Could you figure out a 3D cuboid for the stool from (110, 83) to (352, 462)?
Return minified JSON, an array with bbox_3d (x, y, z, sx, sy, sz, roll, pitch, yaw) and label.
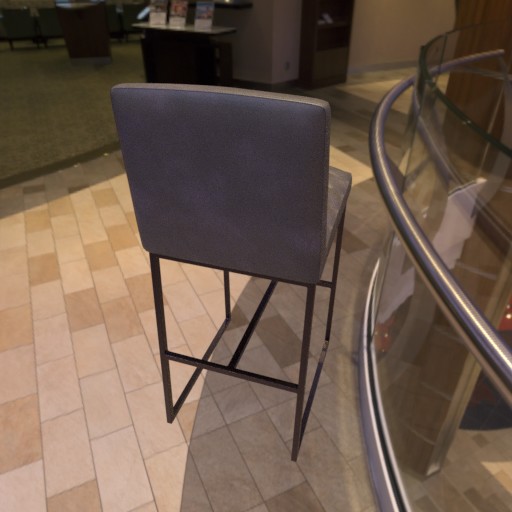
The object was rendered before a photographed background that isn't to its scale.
[{"bbox_3d":[0.000,0.000,1.318,0.463,1.065,0.562,10,35,15],"label":"stool"}]
